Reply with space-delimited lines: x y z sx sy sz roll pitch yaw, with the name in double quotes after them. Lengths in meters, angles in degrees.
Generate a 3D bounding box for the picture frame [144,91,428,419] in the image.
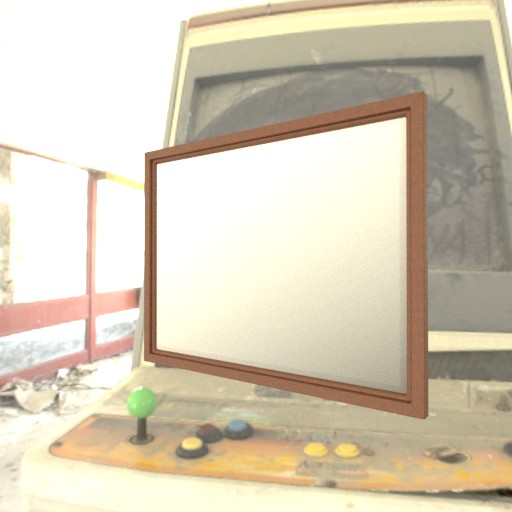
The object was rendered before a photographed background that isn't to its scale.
0.000 0.000 1.785 1.329 1.018 0.045 0 -1 37 "picture frame"
